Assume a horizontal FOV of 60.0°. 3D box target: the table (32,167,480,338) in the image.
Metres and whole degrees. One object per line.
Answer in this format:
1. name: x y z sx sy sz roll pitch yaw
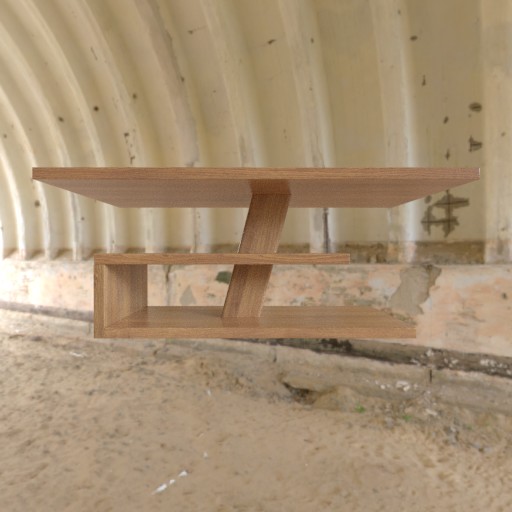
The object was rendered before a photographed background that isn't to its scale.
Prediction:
1. table: 0.000 0.000 1.440 1.100 0.442 0.700 0 1 0
